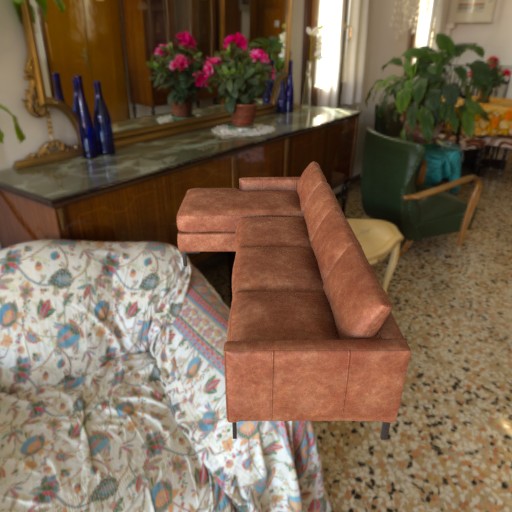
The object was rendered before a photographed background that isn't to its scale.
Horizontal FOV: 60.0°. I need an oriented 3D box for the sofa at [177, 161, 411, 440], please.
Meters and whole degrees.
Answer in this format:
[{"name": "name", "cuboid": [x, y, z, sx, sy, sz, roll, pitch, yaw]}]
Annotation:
[{"name": "sofa", "cuboid": [0.000, 0.000, 3.529, 1.471, 0.859, 2.993, 0, 26, 0]}]
